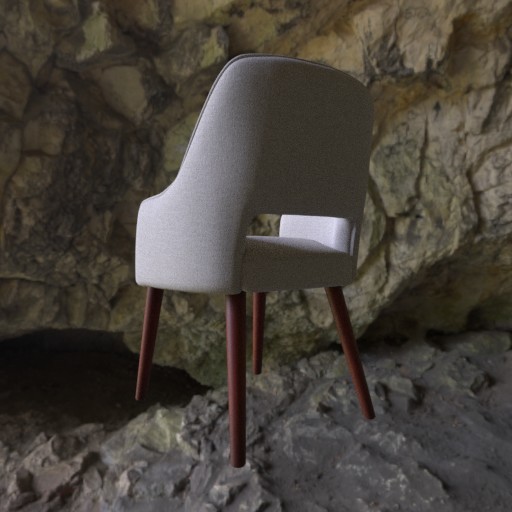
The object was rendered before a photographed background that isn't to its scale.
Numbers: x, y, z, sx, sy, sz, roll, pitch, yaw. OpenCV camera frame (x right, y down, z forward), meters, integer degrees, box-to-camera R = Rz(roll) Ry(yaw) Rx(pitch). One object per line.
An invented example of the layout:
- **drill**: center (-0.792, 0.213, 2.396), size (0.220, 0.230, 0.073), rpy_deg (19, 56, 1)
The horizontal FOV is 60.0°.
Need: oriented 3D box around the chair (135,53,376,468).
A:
- **chair**: center (0.000, 0.000, 1.192), size (0.560, 0.840, 0.580), rpy_deg (-1, 2, -37)
